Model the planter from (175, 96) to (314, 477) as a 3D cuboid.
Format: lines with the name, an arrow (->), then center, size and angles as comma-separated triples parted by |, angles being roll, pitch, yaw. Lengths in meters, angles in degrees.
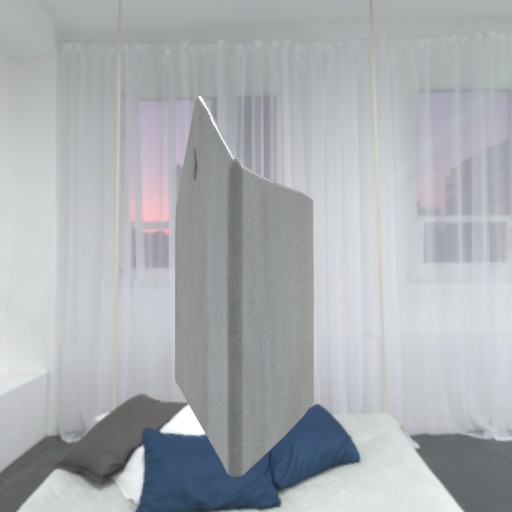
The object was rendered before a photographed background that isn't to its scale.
planter -> 0.000, 0.000, 0.281 | 0.080, 0.194, 0.163 | 0, 0, -19
